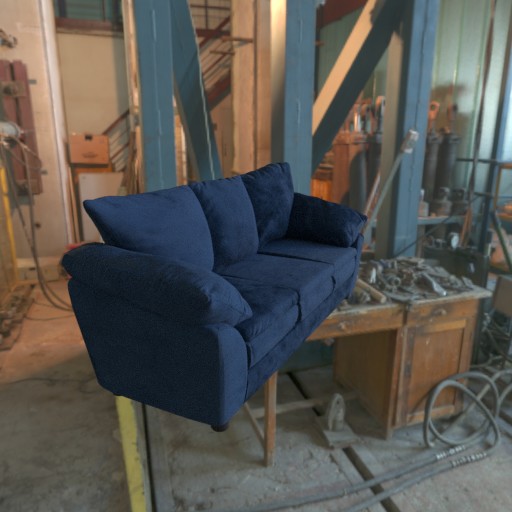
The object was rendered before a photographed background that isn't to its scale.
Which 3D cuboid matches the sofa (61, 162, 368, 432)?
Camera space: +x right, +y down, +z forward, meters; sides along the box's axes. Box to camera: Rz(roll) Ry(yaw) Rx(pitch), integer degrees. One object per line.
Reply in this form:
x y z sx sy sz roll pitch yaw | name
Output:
0.000 0.000 2.883 0.907 1.091 2.390 8 17 27 | sofa
